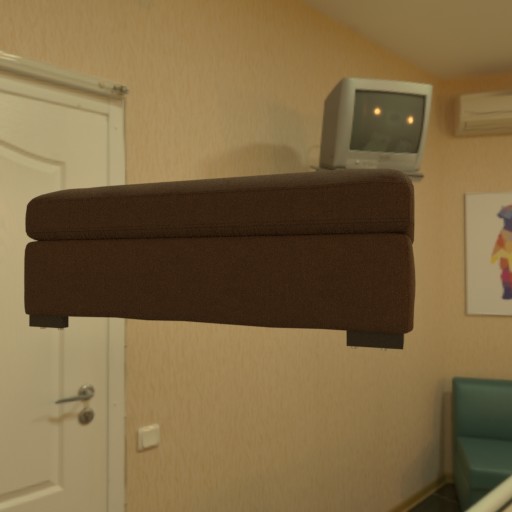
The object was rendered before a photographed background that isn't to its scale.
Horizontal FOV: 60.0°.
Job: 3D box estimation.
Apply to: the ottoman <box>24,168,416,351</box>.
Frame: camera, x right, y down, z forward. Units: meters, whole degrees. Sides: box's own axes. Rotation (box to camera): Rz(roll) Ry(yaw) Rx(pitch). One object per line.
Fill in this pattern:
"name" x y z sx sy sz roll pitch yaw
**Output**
"ottoman" 0.000 0.000 1.749 1.181 0.470 1.181 0 -1 20
